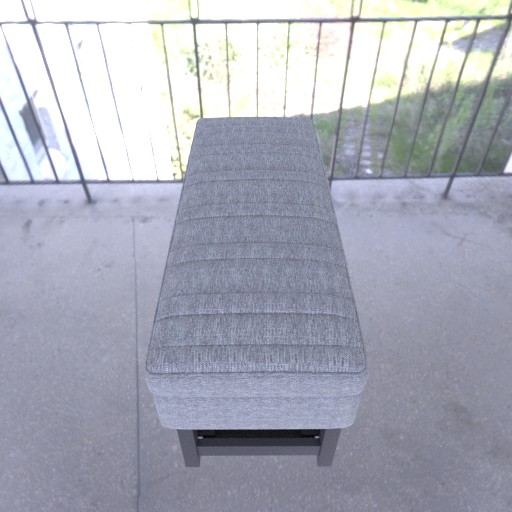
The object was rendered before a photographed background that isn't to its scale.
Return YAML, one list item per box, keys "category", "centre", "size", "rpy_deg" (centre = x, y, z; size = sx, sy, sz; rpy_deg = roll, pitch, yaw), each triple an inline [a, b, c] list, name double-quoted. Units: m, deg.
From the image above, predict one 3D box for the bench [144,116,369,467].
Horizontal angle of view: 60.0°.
- category: "bench"
  centre: [0.000, 0.000, 1.327]
  size: [0.429, 0.470, 1.100]
  rpy_deg: [0, 42, 0]
